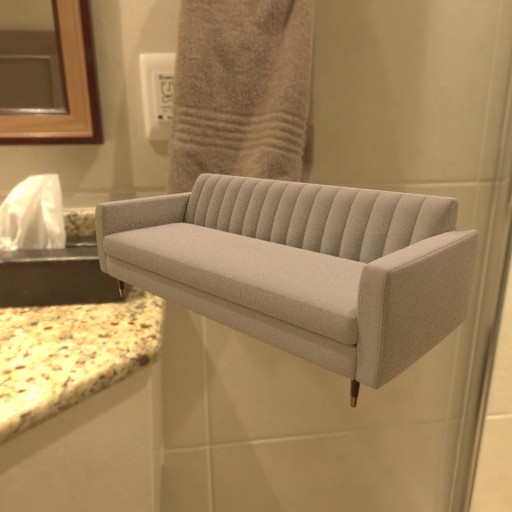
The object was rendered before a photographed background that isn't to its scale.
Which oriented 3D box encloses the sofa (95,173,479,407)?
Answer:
[{"bbox_3d":[0.000,0.000,2.716,2.291,0.821,0.990,15,21,42],"label":"sofa"}]
